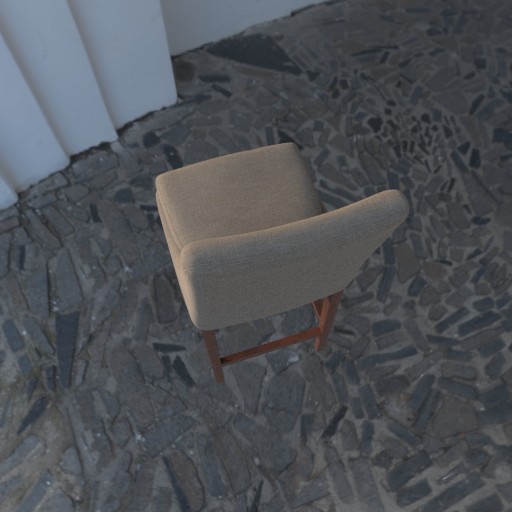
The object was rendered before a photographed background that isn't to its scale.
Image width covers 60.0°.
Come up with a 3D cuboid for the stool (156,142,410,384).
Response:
[{"bbox_3d":[0.000,0.000,1.290,0.470,0.981,0.577,-16,60,-9],"label":"stool"}]
